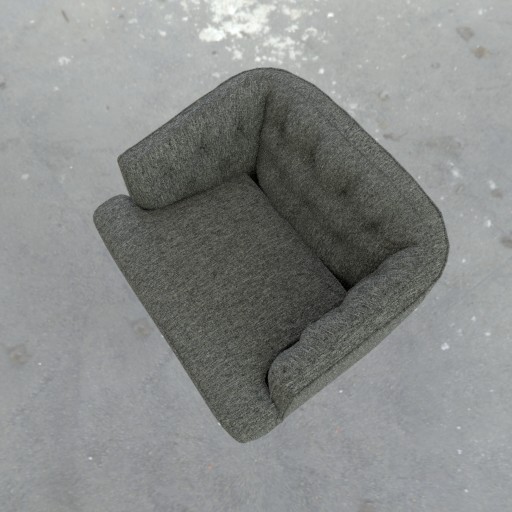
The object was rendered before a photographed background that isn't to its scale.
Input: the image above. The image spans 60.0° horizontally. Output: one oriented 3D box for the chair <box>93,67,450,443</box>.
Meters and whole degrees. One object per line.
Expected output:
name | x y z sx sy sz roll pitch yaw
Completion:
chair | 0.000 0.000 1.767 0.941 0.852 1.104 -33 69 -14
